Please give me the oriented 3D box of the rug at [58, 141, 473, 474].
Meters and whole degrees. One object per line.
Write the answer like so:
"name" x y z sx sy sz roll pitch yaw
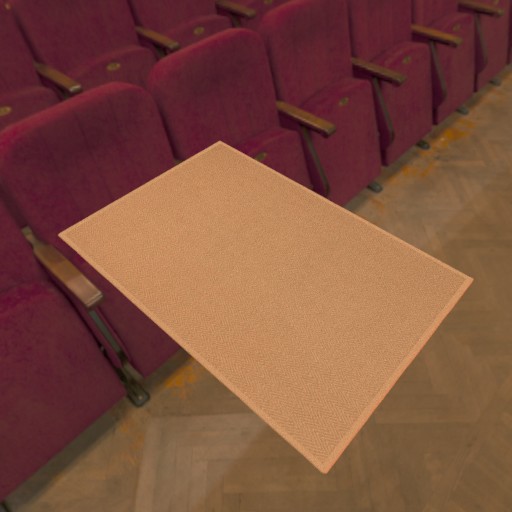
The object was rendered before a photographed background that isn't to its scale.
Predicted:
"rug" 0.000 0.000 2.864 2.244 0.017 1.532 34 56 27
